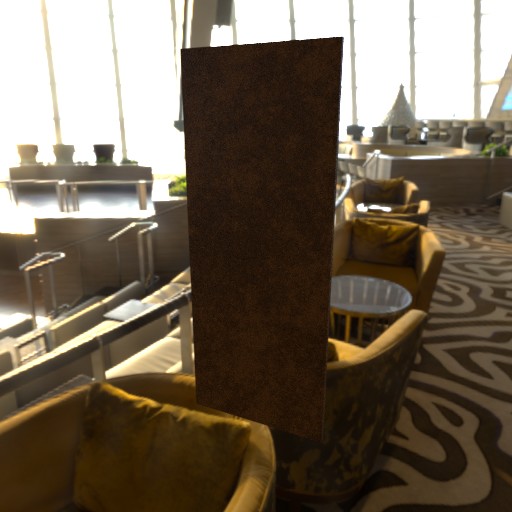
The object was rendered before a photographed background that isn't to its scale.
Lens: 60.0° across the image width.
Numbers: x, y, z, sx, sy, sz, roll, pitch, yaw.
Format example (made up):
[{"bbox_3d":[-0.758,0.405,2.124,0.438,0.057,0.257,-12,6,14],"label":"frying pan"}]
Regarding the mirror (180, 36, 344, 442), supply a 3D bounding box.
[{"bbox_3d":[0.000,0.000,2.321,0.812,2.031,0.032,8,19,24],"label":"mirror"}]
